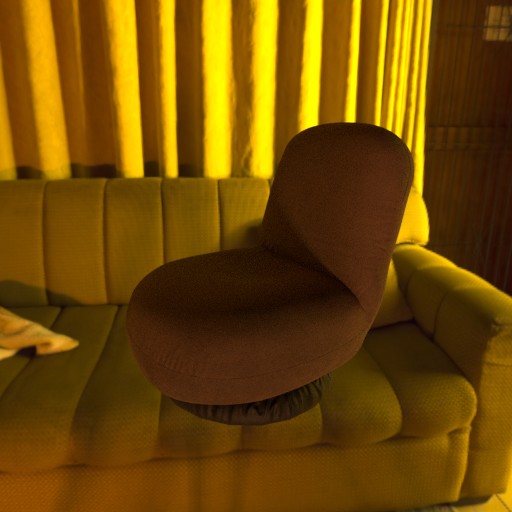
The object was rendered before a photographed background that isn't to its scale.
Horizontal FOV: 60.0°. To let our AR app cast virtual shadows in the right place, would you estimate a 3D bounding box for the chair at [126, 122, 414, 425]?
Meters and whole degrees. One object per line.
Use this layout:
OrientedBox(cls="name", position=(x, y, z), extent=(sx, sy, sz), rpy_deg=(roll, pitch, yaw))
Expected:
OrientedBox(cls="chair", position=(0.000, 0.000, 1.026), extent=(0.597, 0.594, 0.521), rpy_deg=(-8, 19, -26))
